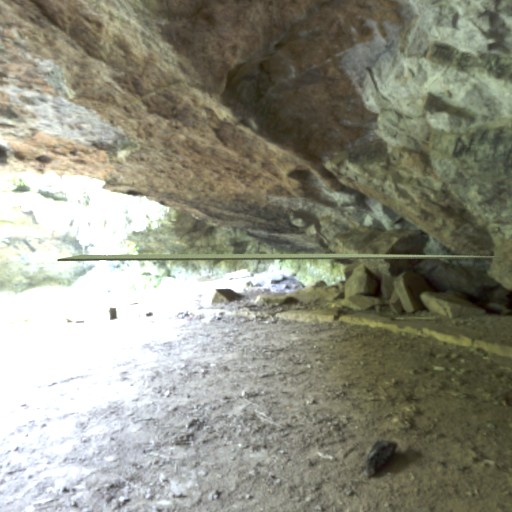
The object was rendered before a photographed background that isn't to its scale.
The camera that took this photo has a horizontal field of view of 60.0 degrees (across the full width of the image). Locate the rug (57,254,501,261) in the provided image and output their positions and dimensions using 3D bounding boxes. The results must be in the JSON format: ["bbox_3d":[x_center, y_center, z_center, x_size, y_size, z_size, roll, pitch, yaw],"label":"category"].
[{"bbox_3d":[0.000,0.000,3.387,2.584,0.011,2.073,0,1,-19],"label":"rug"}]
